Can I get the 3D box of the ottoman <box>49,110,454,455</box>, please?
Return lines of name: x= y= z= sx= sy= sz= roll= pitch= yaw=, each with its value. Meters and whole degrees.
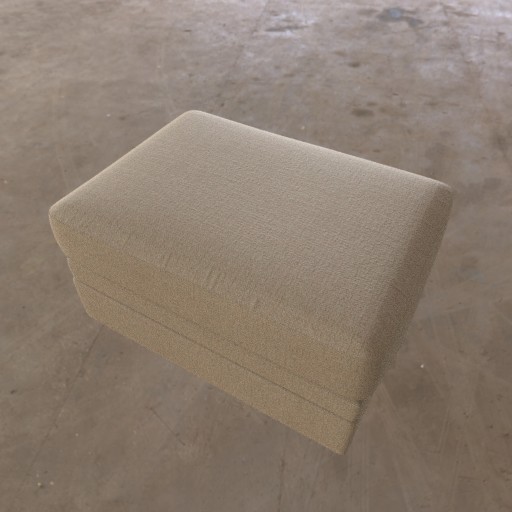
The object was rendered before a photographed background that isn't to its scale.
ottoman: x=0.000 y=0.000 z=1.245 sx=0.885 sy=0.478 sz=0.637 roll=22 pitch=50 yaw=21
